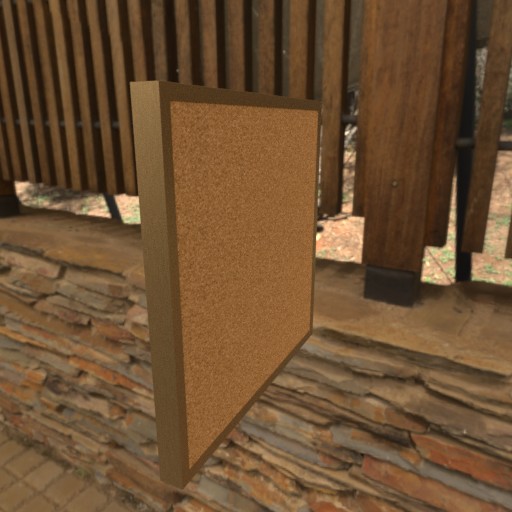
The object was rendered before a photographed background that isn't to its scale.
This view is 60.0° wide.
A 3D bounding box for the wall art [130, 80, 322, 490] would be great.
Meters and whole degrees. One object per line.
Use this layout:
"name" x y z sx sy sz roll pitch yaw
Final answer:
"wall art" 0.000 0.000 0.743 0.037 0.509 0.510 8 19 25
